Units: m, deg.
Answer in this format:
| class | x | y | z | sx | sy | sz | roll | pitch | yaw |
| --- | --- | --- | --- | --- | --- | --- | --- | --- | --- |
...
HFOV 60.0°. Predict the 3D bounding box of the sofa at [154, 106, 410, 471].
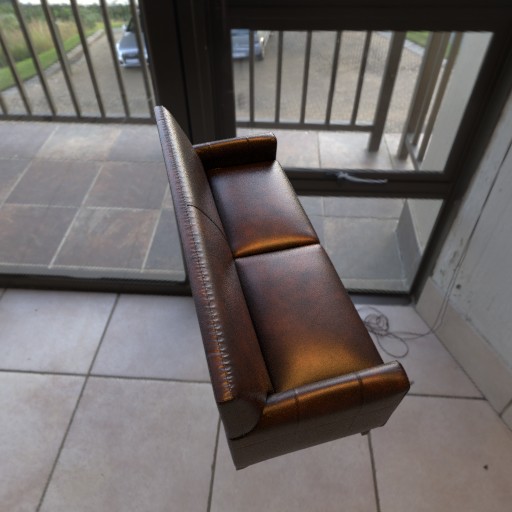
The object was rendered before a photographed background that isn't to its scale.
| class | x | y | z | sx | sy | sz | roll | pitch | yaw |
| --- | --- | --- | --- | --- | --- | --- | --- | --- | --- |
| sofa | 0.000 | 0.000 | 2.442 | 0.786 | 0.871 | 1.995 | -11 | 47 | -10 |
